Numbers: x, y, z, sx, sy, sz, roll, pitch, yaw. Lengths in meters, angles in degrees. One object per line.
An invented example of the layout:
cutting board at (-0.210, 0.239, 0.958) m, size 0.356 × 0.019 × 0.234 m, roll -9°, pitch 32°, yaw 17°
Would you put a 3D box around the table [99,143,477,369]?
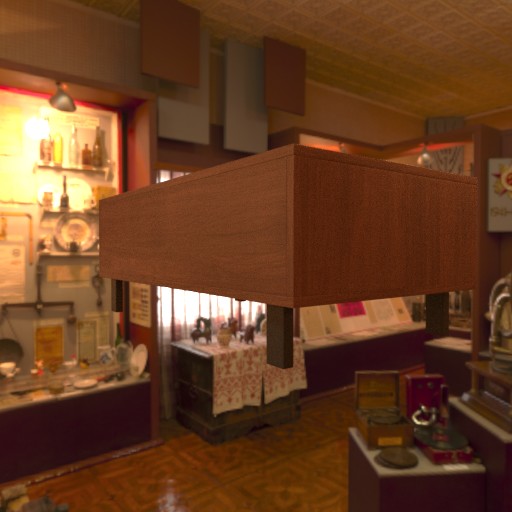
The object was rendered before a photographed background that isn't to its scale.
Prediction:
table at (0.000, 0.000, 1.303) m, size 0.600 × 0.380 × 1.020 m, roll -1°, pitch 1°, yaw -36°
